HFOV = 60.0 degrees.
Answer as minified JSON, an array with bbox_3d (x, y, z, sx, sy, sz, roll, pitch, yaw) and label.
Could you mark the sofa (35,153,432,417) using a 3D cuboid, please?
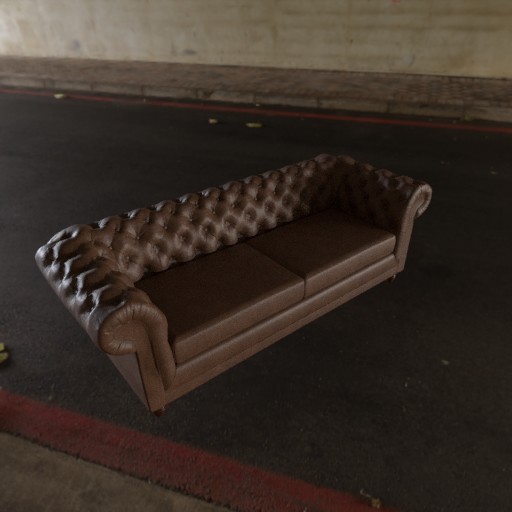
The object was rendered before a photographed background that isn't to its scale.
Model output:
[{"bbox_3d":[0.000,0.000,2.841,2.385,0.783,0.944,-23,37,-33],"label":"sofa"}]
